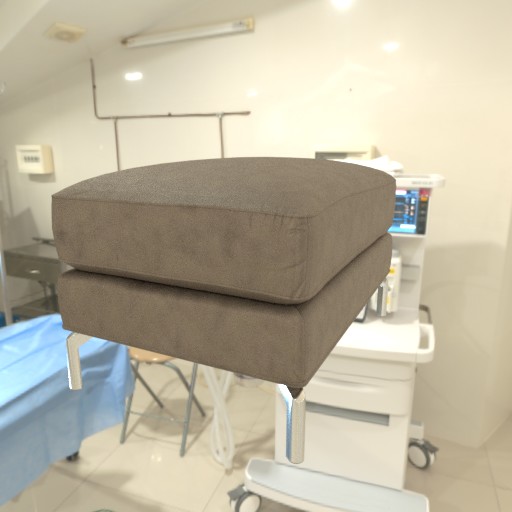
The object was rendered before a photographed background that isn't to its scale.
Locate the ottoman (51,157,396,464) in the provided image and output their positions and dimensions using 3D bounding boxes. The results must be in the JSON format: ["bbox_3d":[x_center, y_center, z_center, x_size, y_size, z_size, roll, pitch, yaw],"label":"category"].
[{"bbox_3d":[0.000,0.000,1.047,0.520,0.456,0.719,7,16,26],"label":"ottoman"}]
